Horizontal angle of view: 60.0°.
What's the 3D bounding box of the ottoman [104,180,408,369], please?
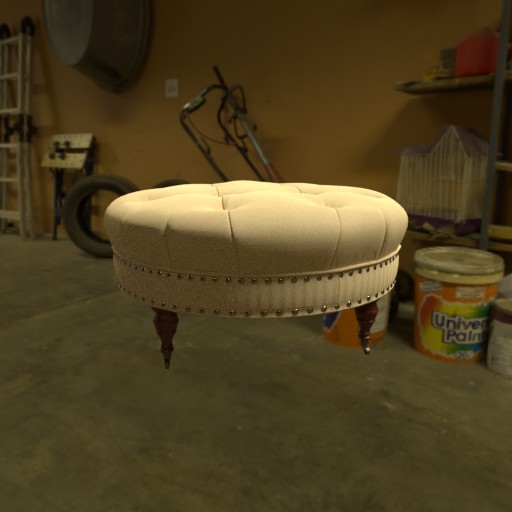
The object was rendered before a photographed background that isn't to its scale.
[{"bbox_3d":[0.000,0.000,1.393,0.901,0.439,0.901,0,13,0],"label":"ottoman"}]
